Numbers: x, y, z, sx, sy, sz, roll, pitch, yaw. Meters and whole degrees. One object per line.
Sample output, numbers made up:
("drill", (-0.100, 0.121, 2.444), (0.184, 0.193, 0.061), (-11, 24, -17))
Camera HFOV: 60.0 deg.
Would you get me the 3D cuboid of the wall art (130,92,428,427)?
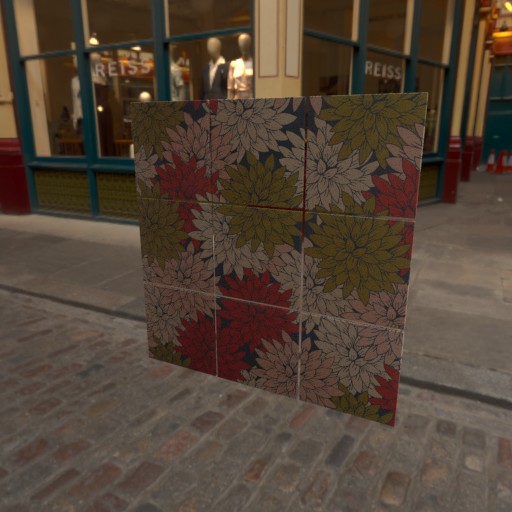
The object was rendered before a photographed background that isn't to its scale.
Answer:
("wall art", (0.000, 0.000, 1.815), (1.206, 1.218, 0.013), (8, 18, 26))
